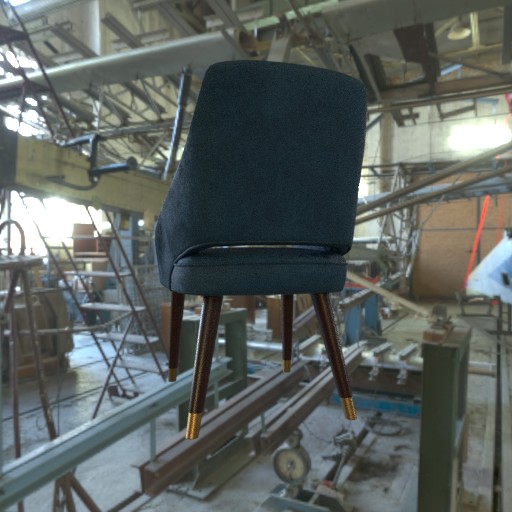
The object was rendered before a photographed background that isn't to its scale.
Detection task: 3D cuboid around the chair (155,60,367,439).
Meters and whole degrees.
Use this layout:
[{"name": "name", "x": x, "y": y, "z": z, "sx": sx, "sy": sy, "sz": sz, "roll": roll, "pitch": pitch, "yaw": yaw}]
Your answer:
[{"name": "chair", "x": 0.000, "y": 0.000, "z": 1.610, "sx": 0.683, "sy": 1.081, "sz": 0.794, "roll": 0, "pitch": 1, "yaw": -17}]
